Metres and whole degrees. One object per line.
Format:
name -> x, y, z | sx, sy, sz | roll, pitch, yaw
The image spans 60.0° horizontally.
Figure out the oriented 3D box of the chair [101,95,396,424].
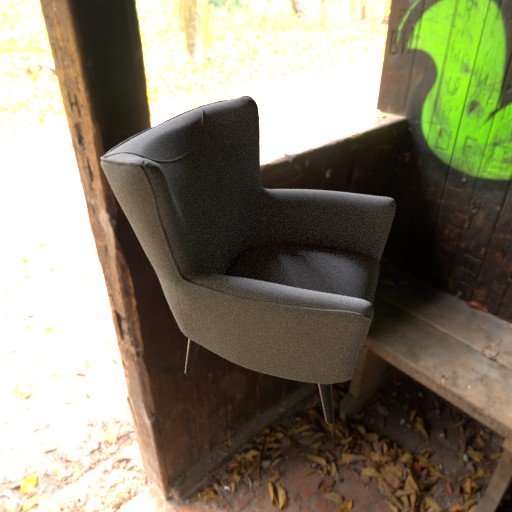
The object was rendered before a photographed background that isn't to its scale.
chair -> 0.000, 0.000, 1.602 | 0.888, 0.933, 0.781 | 11, 34, 17
